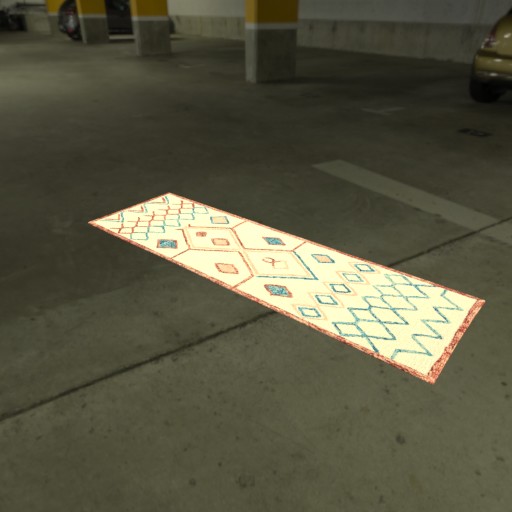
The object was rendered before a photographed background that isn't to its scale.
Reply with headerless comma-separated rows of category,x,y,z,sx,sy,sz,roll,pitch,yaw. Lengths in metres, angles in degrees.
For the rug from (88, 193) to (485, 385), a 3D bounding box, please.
rug,0.000,0.000,2.699,2.435,0.011,0.750,22,36,33
